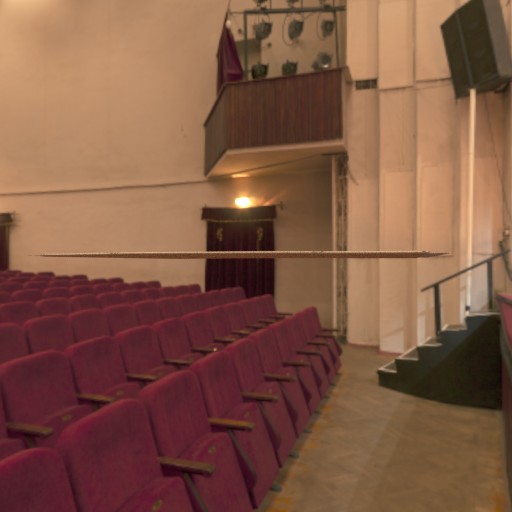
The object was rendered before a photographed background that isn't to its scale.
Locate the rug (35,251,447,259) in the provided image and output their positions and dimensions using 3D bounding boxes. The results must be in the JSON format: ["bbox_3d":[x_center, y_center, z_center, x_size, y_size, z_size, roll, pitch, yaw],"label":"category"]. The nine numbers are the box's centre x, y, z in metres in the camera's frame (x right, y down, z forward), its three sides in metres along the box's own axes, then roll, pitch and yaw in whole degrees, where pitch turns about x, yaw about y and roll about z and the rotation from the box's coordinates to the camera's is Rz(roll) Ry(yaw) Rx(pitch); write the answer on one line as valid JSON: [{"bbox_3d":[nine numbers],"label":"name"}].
[{"bbox_3d":[0.000,0.000,3.971,3.027,0.028,2.125,0,-1,18],"label":"rug"}]
